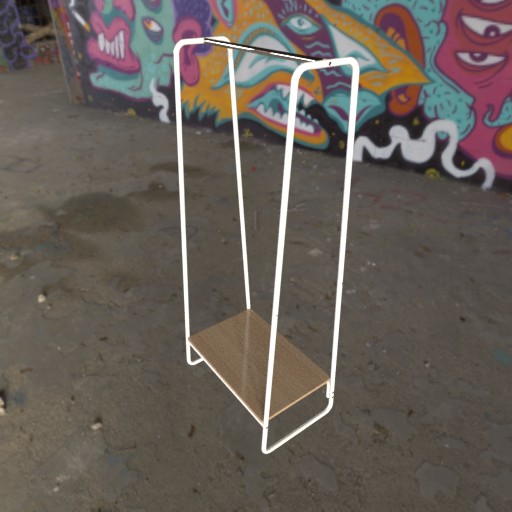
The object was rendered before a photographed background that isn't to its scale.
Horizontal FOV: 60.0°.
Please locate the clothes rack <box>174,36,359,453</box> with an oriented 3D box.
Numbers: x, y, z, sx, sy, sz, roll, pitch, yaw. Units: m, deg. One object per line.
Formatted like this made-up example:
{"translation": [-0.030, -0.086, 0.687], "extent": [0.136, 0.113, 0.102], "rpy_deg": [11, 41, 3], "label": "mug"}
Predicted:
{"translation": [0.000, 0.000, 1.745], "extent": [0.400, 1.500, 0.640], "rpy_deg": [-22, 38, -30], "label": "clothes rack"}
